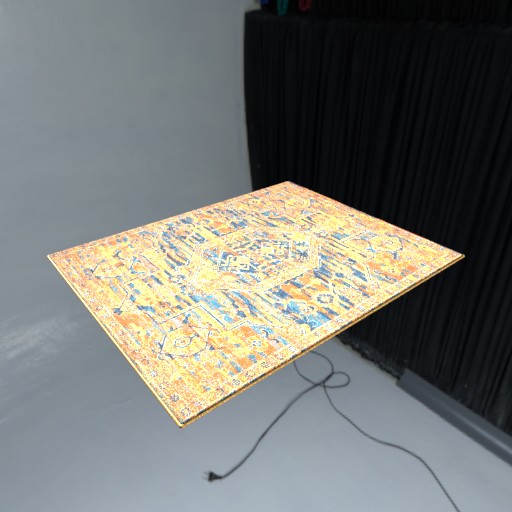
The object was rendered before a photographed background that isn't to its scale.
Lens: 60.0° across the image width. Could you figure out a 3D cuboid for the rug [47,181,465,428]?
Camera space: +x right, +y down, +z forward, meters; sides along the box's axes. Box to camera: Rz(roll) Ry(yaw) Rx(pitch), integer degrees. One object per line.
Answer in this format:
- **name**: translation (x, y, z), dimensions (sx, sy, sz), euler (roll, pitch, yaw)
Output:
- **rug**: translation (0.000, 0.000, 4.122), dimensions (3.040, 0.031, 2.435), euler (-22, 37, -33)
